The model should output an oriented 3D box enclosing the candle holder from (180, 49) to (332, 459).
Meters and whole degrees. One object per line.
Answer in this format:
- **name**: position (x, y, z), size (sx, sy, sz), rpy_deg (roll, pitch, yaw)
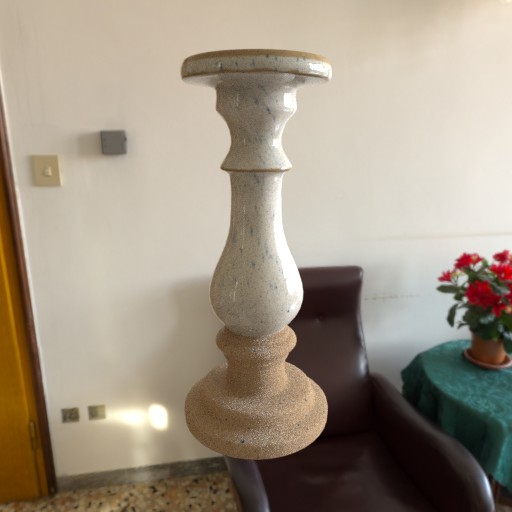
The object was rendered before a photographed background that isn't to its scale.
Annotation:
- **candle holder**: position (0.000, 0.000, 0.250), size (0.088, 0.203, 0.088), rpy_deg (0, 15, 0)
